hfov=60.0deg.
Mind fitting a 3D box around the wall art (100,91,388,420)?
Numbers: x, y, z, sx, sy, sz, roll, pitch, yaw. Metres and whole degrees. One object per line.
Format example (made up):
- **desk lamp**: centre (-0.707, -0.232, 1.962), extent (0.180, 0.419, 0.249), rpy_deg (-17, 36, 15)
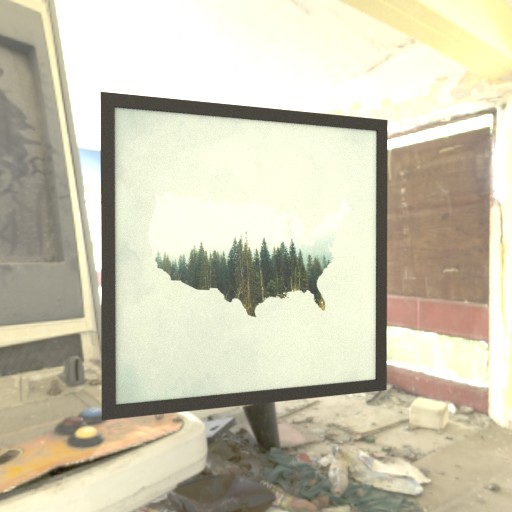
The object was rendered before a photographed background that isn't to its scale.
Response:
- **wall art**: centre (0.000, 0.000, 1.156), extent (0.763, 0.763, 0.038), rpy_deg (0, 1, -17)
